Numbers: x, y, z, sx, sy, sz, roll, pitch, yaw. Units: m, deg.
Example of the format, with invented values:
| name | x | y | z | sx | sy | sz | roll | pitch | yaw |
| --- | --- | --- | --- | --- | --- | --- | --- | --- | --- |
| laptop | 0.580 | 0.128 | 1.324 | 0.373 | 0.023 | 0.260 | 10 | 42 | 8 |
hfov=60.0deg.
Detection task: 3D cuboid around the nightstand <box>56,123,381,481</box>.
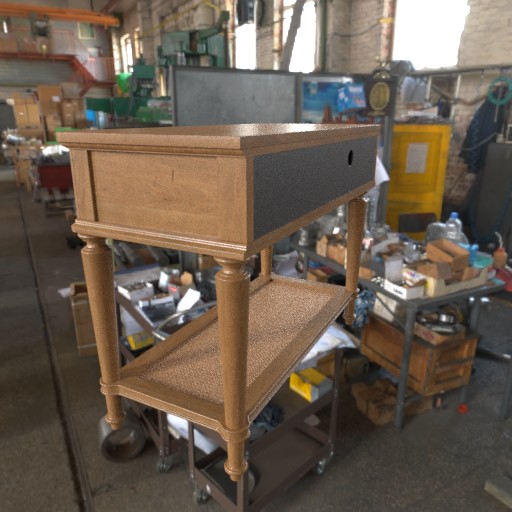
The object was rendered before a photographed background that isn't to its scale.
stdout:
| name | x | y | z | sx | sy | sz | roll | pitch | yaw |
| --- | --- | --- | --- | --- | --- | --- | --- | --- | --- |
| nightstand | 0.000 | 0.000 | 1.255 | 0.432 | 0.700 | 0.914 | 9 | 20 | 26 |
